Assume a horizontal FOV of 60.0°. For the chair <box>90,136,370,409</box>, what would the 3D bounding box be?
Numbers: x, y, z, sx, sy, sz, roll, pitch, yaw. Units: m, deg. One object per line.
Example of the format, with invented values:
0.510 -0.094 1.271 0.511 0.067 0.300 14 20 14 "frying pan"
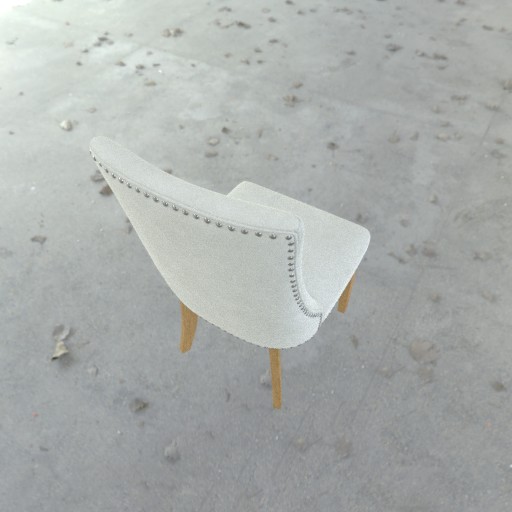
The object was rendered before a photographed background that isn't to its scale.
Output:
0.000 0.000 1.266 0.495 0.902 0.610 25 53 21 "chair"
